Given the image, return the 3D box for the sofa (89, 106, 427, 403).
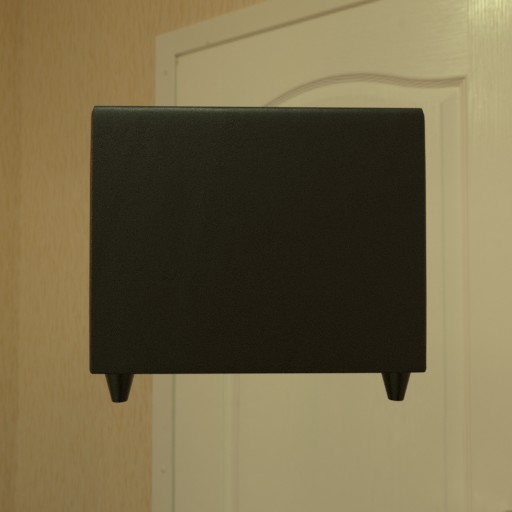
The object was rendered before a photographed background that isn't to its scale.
[{"bbox_3d":[0.000,0.000,1.447,0.809,0.724,0.839,0,-2,-1],"label":"sofa"}]
